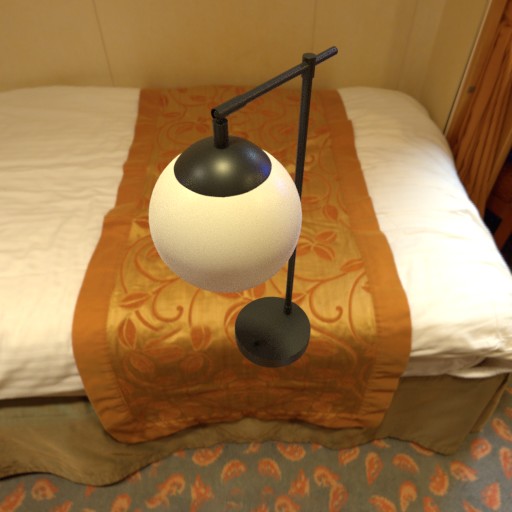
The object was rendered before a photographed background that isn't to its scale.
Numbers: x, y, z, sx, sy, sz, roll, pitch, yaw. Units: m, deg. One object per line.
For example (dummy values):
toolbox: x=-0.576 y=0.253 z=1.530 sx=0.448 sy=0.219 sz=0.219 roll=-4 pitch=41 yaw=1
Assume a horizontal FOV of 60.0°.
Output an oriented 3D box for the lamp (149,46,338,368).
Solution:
lamp: x=0.000 y=0.000 z=0.697 sx=0.197 sy=0.559 sz=0.316 roll=32 pitch=54 yaw=27
